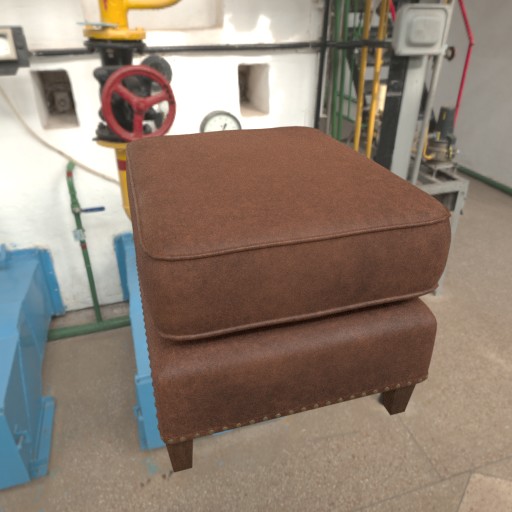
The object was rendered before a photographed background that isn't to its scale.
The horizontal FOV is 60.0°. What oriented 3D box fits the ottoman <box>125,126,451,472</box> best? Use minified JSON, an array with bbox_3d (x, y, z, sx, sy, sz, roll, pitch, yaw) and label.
[{"bbox_3d":[0.000,0.000,1.114,0.589,0.537,0.738,-8,31,-15],"label":"ottoman"}]
